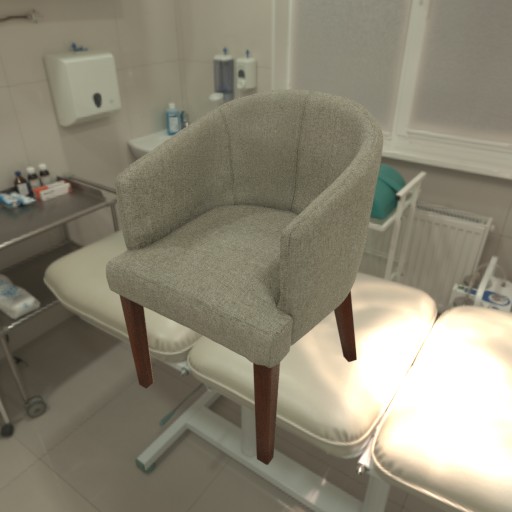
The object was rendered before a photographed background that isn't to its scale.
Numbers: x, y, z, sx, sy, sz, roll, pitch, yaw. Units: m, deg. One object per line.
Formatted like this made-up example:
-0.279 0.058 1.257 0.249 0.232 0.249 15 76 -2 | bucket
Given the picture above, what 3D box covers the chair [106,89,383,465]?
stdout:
0.000 0.000 1.271 0.583 0.811 0.655 19 36 29 | chair
